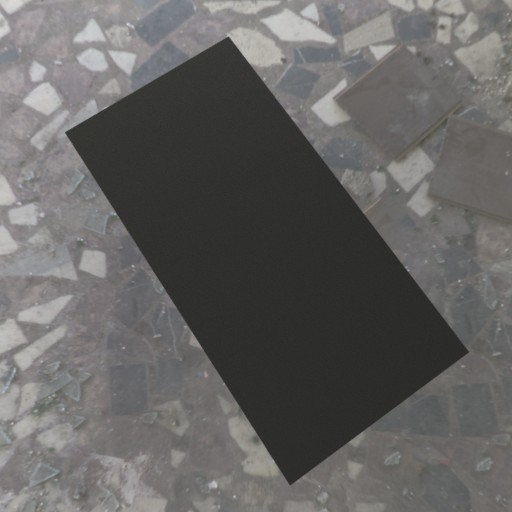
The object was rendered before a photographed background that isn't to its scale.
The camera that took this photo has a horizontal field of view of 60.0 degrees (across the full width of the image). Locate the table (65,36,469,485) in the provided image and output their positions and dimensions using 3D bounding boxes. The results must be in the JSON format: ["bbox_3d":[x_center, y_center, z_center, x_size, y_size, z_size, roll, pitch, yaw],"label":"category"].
[{"bbox_3d":[0.000,0.000,1.346,0.523,0.470,1.044,-34,80,-7],"label":"table"}]
